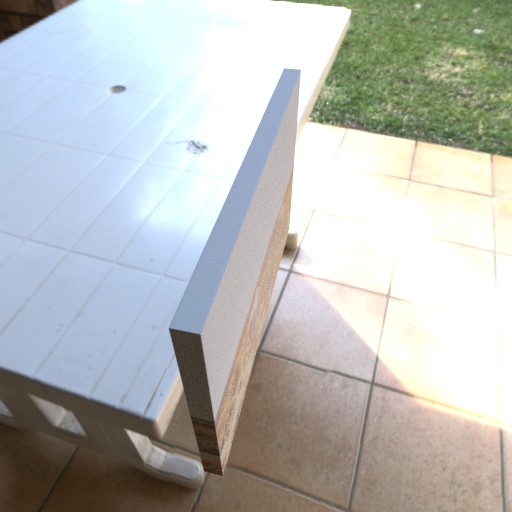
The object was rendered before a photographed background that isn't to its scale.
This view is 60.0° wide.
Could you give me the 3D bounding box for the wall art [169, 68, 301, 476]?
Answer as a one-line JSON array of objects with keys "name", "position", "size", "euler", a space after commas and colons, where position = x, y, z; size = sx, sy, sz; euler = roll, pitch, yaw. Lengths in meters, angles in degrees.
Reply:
[{"name": "wall art", "position": [0.000, 0.000, 1.172], "size": [0.050, 0.610, 0.914], "euler": [10, 47, 9]}]
